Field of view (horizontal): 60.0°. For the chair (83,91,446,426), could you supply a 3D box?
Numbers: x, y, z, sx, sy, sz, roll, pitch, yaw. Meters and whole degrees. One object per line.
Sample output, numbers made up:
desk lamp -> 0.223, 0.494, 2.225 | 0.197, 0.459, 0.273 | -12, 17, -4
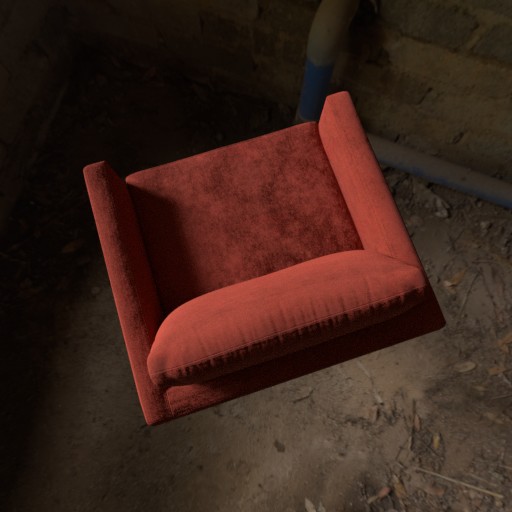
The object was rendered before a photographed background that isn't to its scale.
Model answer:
chair -> 0.000, 0.000, 1.598 | 0.964, 0.812, 0.875 | -17, 77, -4
